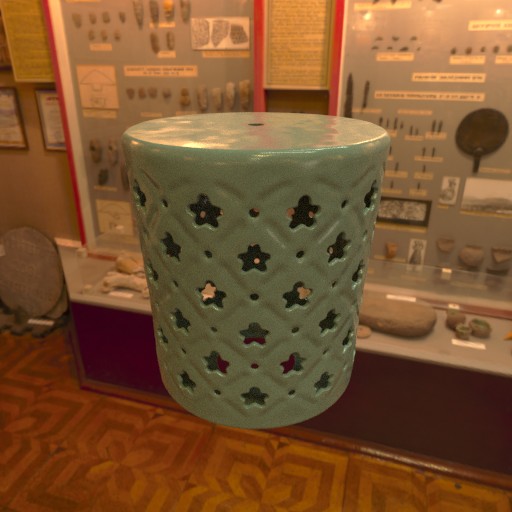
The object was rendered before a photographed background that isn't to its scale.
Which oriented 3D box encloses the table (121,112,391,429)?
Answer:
[{"bbox_3d":[0.000,0.000,0.672,0.352,0.387,0.352,0,24,0],"label":"table"}]
